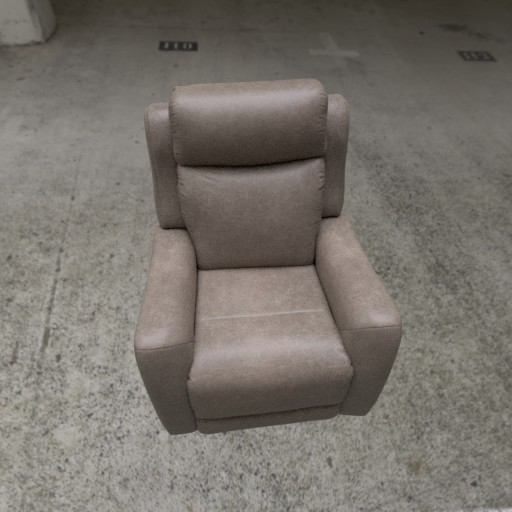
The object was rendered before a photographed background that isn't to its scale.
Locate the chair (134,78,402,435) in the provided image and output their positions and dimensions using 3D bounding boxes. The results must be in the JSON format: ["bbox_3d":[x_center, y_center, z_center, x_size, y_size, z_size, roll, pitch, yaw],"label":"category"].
[{"bbox_3d":[0.000,0.000,1.883,0.967,1.116,1.068,-4,46,-4],"label":"chair"}]
